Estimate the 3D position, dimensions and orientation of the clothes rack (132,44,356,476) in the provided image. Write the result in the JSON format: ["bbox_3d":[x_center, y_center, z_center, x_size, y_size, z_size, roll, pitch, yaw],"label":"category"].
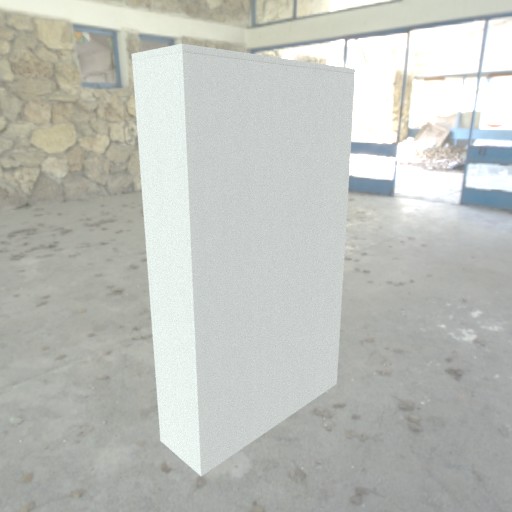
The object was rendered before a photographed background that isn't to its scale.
[{"bbox_3d":[0.000,0.000,1.588,0.750,1.280,0.250,-16,23,-42],"label":"clothes rack"}]
